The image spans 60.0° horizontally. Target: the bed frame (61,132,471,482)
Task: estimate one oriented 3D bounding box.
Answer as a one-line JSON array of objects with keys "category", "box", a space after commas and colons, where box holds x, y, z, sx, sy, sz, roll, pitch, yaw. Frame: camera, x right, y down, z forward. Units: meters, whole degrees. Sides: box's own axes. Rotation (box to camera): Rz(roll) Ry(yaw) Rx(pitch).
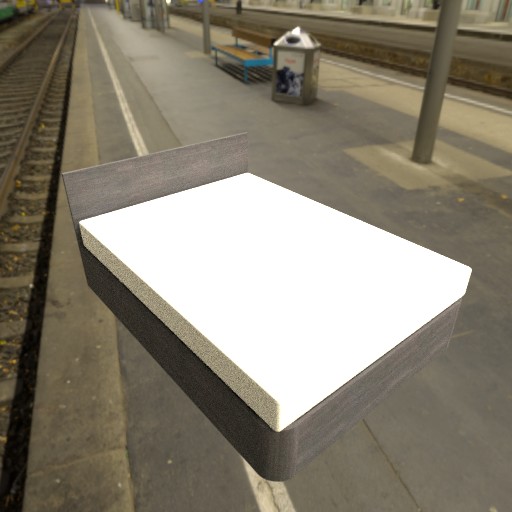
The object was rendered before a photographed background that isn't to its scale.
[{"category": "bed frame", "box": [0.000, 0.000, 2.576, 1.400, 0.800, 1.900, -23, 38, -33]}]
